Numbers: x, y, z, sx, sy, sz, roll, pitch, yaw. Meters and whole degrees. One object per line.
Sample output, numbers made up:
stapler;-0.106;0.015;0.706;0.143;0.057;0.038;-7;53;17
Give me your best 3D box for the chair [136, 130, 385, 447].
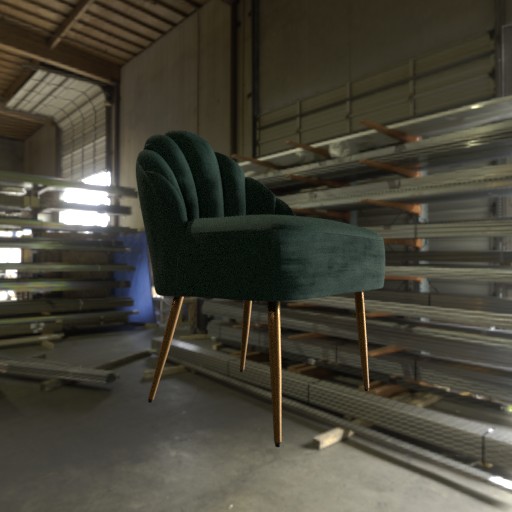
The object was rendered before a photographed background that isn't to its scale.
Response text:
chair;0.000;0.000;1.287;0.599;0.819;0.657;0;-1;36
